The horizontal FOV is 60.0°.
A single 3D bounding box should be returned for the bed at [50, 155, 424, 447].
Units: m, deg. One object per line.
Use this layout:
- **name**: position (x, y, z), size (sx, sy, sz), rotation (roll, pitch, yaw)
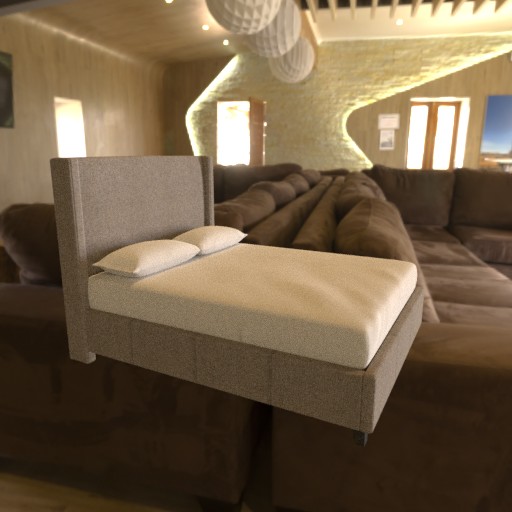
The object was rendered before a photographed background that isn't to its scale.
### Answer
- **bed**: position (0.000, 0.000, 3.360), size (2.245, 1.476, 1.714), rotation (7, 15, 27)
